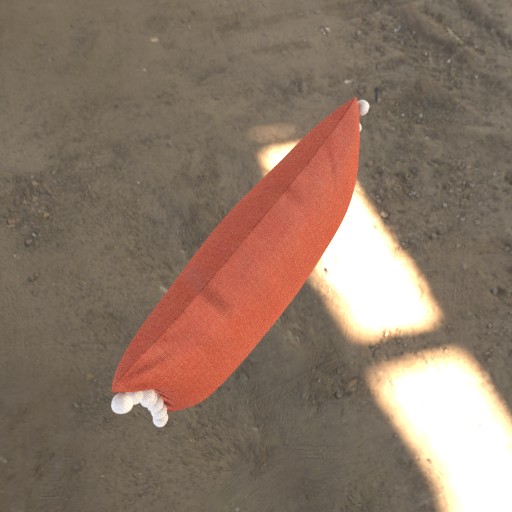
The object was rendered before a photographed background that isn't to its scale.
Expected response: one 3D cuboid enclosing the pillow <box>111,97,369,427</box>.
[{"bbox_3d":[0.000,0.000,0.845,0.201,0.322,0.709,32,68,15],"label":"pillow"}]
